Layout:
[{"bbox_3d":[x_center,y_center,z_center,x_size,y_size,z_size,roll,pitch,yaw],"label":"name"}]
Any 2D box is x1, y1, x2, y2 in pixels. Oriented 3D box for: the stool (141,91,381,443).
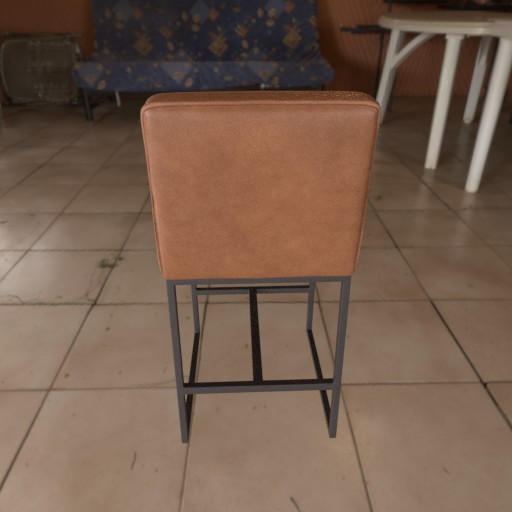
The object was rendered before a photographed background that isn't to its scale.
[{"bbox_3d":[0.000,0.000,1.230,0.458,0.940,0.556,-1,30,-2],"label":"stool"}]
